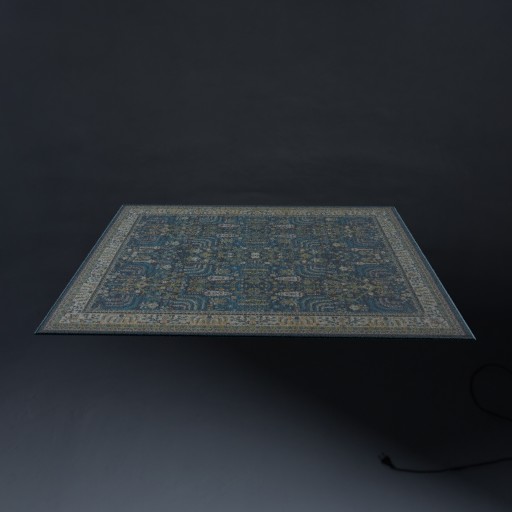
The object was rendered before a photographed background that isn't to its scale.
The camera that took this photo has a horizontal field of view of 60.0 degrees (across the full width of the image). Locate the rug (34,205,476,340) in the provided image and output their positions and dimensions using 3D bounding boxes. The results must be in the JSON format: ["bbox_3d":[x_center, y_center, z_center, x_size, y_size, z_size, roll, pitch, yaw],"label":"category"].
[{"bbox_3d":[0.000,0.000,4.010,3.044,0.015,2.226,1,30,1],"label":"rug"}]
